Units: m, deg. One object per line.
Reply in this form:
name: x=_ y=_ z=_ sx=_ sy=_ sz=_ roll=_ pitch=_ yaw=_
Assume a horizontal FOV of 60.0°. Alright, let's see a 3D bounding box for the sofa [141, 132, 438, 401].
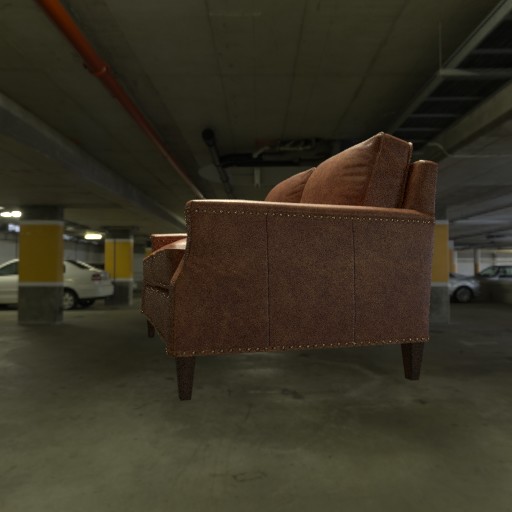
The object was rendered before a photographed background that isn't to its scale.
sofa: x=0.000 y=0.000 z=2.313 sx=1.084 sy=1.003 sz=1.597 roll=1 pitch=-2 yaw=-18
